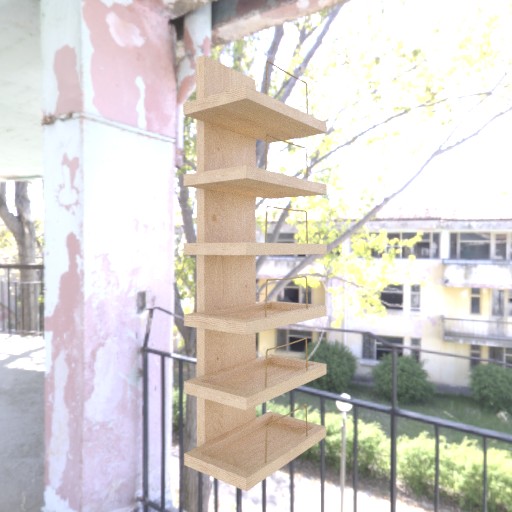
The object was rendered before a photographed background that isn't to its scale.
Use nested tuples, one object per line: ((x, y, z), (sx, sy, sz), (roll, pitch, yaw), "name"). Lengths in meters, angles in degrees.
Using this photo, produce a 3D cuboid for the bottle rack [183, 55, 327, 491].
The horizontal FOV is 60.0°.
((0.000, 0.000, 1.075), (0.206, 0.943, 0.330), (1, 1, 38), "bottle rack")
